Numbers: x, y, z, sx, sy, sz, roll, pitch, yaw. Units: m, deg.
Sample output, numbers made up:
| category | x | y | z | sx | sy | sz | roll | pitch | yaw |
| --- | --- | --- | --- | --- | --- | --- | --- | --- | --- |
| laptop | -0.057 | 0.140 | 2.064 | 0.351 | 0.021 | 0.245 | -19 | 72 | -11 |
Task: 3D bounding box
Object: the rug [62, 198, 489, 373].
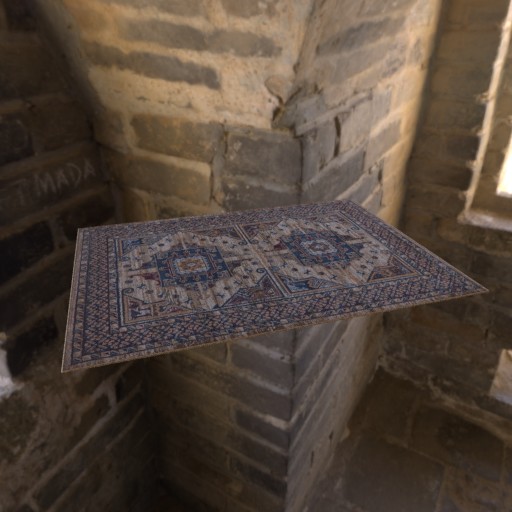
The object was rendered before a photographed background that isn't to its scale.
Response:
| category | x | y | z | sx | sy | sz | roll | pitch | yaw |
| --- | --- | --- | --- | --- | --- | --- | --- | --- | --- |
| rug | 0.000 | 0.000 | 2.858 | 2.227 | 0.008 | 1.611 | -8 | 28 | -15 |
